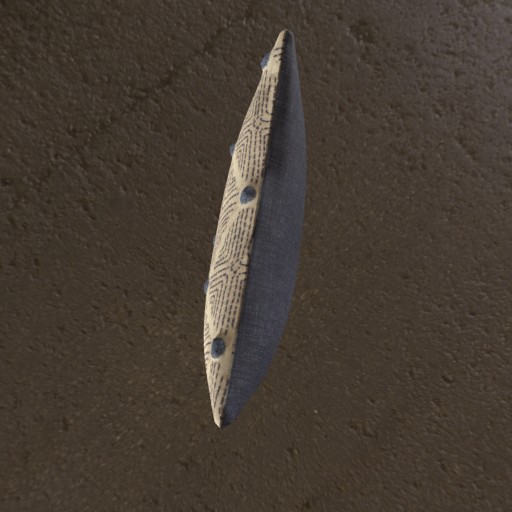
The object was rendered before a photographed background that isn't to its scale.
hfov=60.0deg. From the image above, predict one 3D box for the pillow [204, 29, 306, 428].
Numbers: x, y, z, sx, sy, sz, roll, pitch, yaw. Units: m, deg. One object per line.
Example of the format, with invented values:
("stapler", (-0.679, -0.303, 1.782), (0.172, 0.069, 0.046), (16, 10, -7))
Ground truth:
("pillow", (0.000, 0.000, 0.773), (0.145, 0.510, 0.510), (9, 76, 2))
